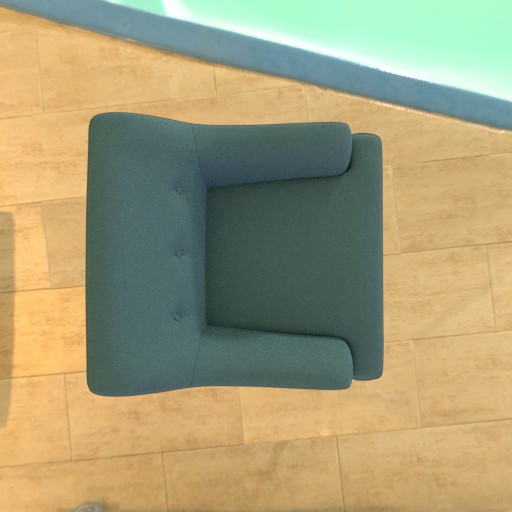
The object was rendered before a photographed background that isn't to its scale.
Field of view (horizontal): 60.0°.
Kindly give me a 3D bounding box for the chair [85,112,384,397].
[{"bbox_3d":[0.000,0.000,1.633,0.951,0.818,0.946,0,89,1],"label":"chair"}]
